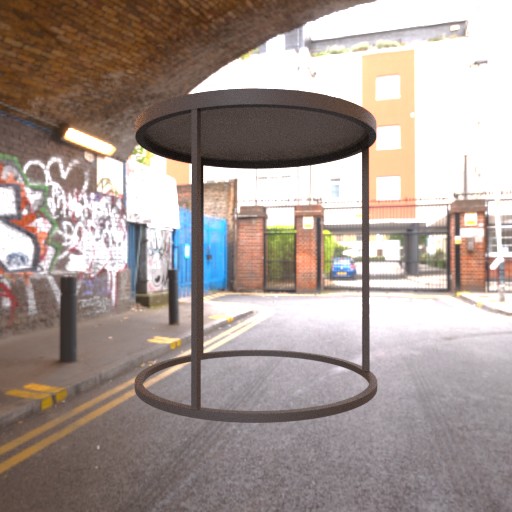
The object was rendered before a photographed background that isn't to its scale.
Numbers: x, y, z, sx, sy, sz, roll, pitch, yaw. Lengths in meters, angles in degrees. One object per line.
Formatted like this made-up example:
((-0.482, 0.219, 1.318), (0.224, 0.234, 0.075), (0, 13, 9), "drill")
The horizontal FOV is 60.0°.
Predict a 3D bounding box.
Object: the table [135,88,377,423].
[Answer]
((0.000, 0.000, 0.892), (0.470, 0.498, 0.470), (0, -1, 0), "table")
